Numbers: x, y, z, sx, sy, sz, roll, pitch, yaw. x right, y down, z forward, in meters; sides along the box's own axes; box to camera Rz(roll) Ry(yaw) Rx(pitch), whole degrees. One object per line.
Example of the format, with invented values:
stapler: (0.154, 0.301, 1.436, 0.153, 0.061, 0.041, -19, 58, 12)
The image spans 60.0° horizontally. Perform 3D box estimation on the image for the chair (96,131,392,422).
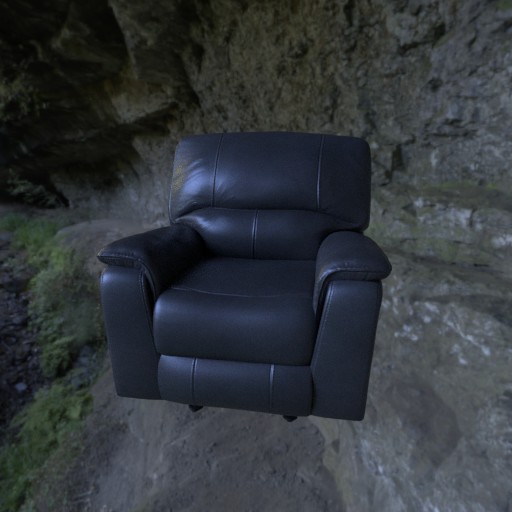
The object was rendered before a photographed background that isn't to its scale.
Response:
chair: (0.000, 0.000, 2.027, 1.096, 1.109, 1.087, 3, 15, 9)
